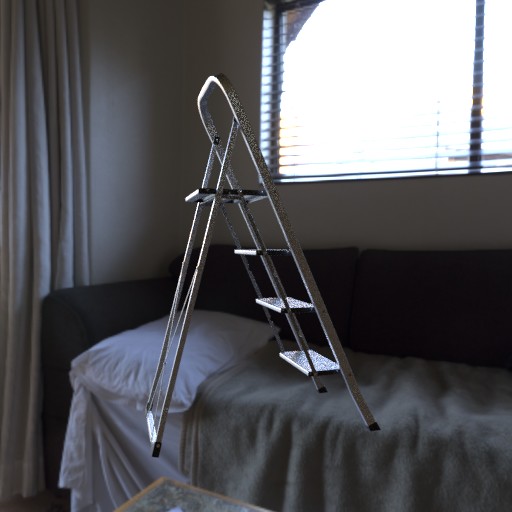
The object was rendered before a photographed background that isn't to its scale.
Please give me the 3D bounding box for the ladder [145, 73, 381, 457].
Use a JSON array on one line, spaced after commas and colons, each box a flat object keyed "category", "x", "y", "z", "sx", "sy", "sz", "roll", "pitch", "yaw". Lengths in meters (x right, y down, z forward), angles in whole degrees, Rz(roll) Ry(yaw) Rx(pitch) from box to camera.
[{"category": "ladder", "x": 0.000, "y": 0.000, "z": 1.729, "sx": 0.830, "sy": 1.290, "sz": 0.465, "roll": 0, "pitch": 2, "yaw": -17}]
